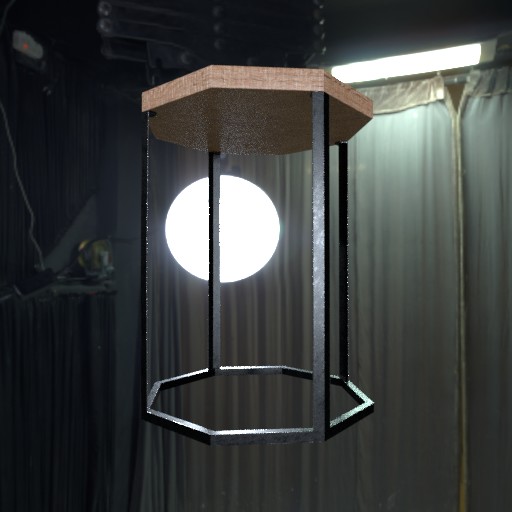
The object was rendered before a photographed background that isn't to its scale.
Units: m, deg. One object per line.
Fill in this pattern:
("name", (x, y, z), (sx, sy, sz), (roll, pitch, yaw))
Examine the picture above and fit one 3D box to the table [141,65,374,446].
("table", (0.000, 0.000, 0.852), (0.437, 0.553, 0.437), (0, -1, 17))
